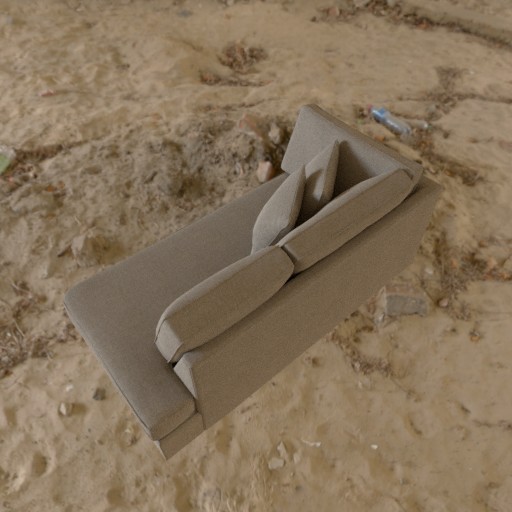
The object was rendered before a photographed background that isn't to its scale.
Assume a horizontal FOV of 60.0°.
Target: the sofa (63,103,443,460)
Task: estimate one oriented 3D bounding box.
[{"bbox_3d":[0.000,0.000,2.839,2.238,1.019,1.110,-33,56,-26],"label":"sofa"}]
